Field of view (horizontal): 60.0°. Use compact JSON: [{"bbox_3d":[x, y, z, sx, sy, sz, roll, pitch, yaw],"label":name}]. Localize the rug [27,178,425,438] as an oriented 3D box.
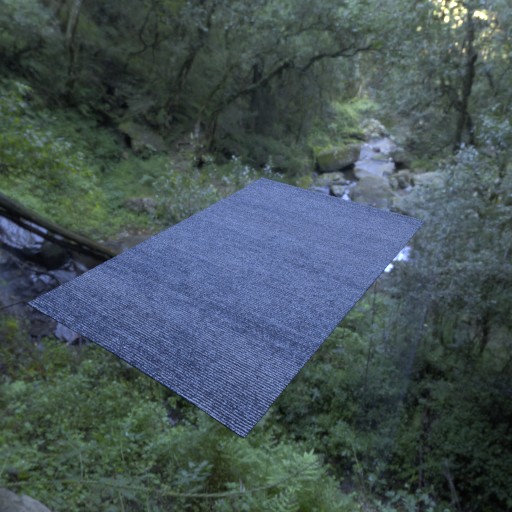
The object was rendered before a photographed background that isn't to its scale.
[{"bbox_3d":[0.000,0.000,2.186,1.135,0.010,1.740,20,37,30],"label":"rug"}]
